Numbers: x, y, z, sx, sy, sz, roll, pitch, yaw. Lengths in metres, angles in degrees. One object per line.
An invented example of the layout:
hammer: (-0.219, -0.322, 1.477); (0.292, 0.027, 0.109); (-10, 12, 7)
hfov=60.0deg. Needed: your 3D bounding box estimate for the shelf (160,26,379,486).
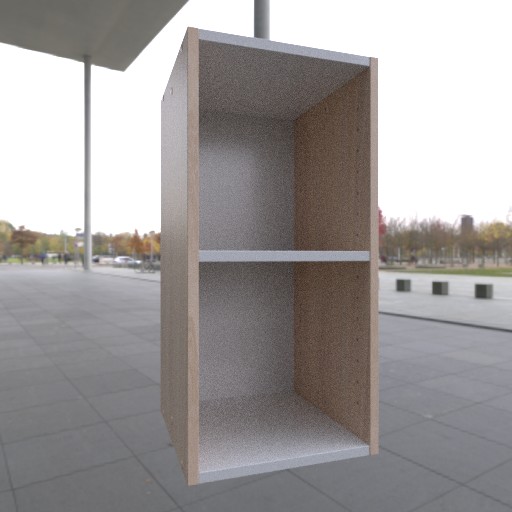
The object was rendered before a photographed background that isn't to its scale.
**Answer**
shelf: (0.000, 0.000, 0.758); (0.290, 0.594, 0.297); (0, 0, -19)
